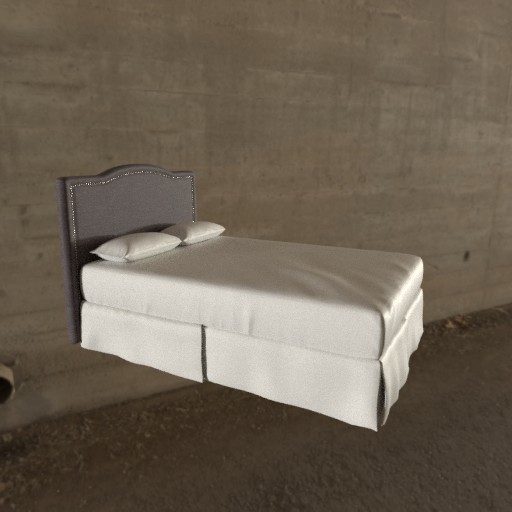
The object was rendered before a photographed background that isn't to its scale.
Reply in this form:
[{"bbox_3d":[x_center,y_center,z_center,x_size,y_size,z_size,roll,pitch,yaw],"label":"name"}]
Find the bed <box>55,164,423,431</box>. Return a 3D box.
[{"bbox_3d":[0.000,0.000,3.589,2.507,1.441,1.741,7,14,27],"label":"bed"}]
